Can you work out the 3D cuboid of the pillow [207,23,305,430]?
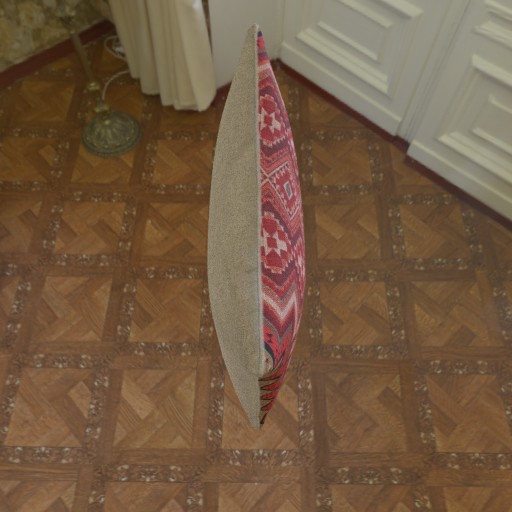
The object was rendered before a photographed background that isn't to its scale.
[{"bbox_3d":[0.000,0.000,0.766,0.158,0.511,0.513,-1,63,0],"label":"pillow"}]
